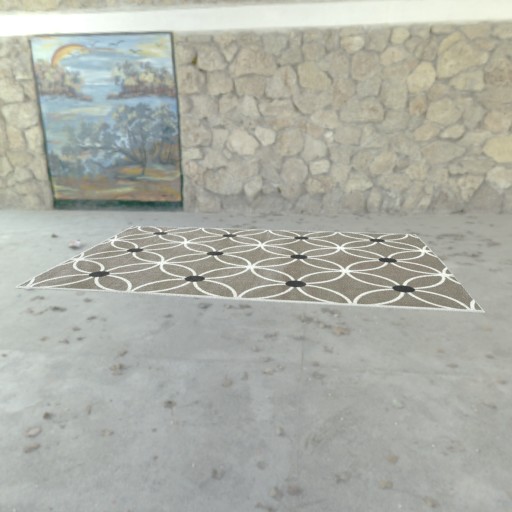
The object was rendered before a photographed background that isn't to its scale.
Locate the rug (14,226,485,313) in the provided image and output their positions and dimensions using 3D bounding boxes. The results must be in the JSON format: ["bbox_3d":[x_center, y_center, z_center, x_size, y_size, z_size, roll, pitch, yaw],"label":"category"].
[{"bbox_3d":[0.000,0.000,2.832,2.284,0.008,1.522,2,16,8],"label":"rug"}]
